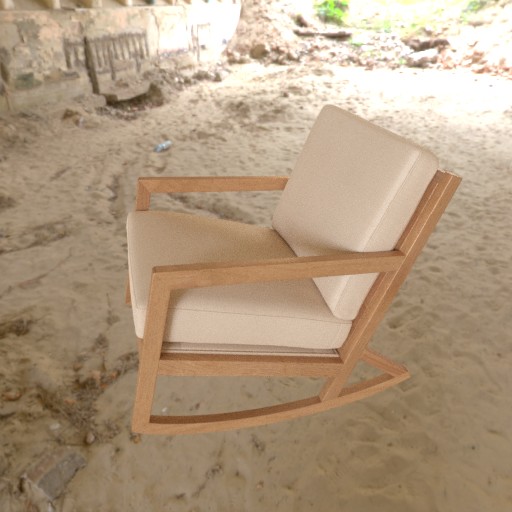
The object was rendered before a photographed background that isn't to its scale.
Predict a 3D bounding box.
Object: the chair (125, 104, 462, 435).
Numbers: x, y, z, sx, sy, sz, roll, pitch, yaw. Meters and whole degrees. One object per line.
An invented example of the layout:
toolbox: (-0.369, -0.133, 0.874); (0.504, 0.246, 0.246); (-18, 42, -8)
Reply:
chair: (0.000, 0.000, 1.382); (0.857, 0.790, 0.622); (-8, 31, -14)
